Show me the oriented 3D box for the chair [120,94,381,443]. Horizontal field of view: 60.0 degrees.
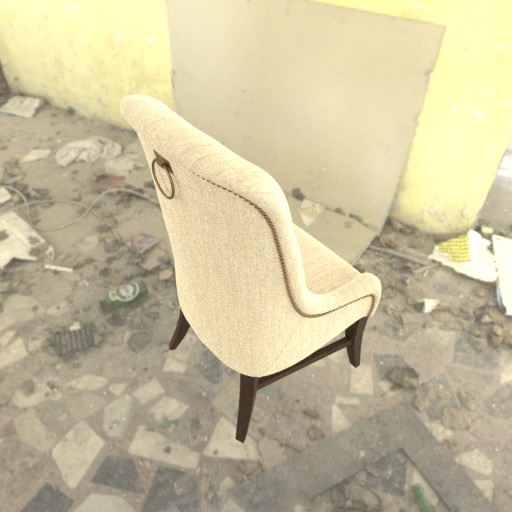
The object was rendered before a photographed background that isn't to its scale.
[{"bbox_3d":[0.000,0.000,1.471,0.629,1.091,0.634,-26,47,-27],"label":"chair"}]
